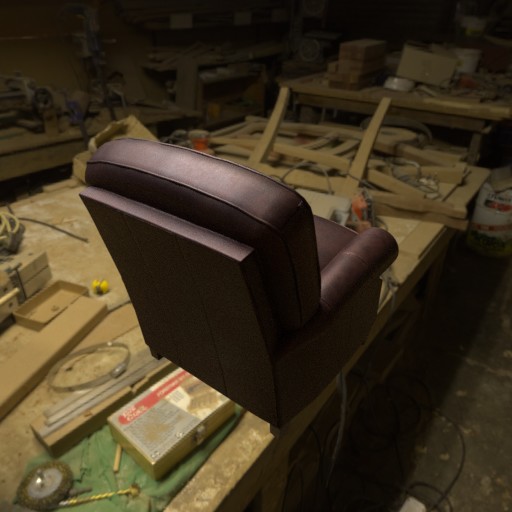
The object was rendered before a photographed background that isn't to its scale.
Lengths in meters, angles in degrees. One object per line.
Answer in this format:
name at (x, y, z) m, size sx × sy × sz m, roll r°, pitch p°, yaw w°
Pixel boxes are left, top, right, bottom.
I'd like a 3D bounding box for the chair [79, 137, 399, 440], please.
chair at (0.000, 0.000, 1.744) m, size 0.936 × 1.018 × 0.986 m, roll 22°, pitch 37°, yaw 32°
